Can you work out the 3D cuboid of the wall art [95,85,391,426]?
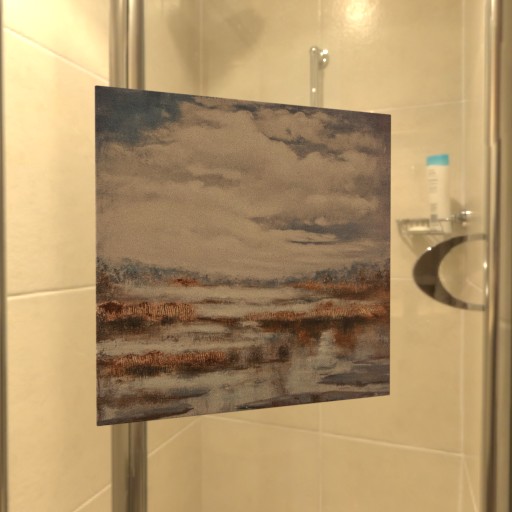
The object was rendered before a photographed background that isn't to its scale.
[{"bbox_3d":[0.000,0.000,1.305,0.888,0.897,0.035,0,1,-16],"label":"wall art"}]
